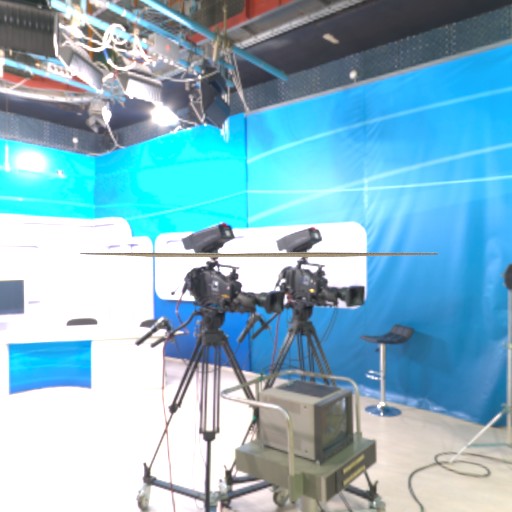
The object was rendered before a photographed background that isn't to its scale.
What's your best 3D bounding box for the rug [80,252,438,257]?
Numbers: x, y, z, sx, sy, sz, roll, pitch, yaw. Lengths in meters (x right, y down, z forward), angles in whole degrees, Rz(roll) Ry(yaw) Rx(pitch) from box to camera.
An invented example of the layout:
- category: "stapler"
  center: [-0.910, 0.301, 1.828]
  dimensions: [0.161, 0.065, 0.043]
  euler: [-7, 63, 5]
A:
- category: "rug"
  center: [0.000, 0.000, 3.101]
  dimensions: [1.527, 0.016, 2.442]
  euler: [0, 0, -1]
